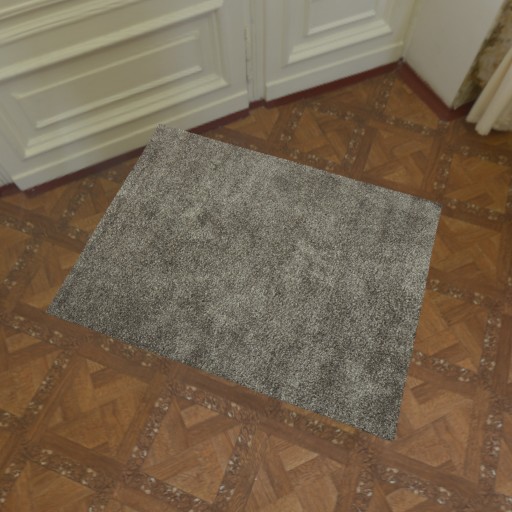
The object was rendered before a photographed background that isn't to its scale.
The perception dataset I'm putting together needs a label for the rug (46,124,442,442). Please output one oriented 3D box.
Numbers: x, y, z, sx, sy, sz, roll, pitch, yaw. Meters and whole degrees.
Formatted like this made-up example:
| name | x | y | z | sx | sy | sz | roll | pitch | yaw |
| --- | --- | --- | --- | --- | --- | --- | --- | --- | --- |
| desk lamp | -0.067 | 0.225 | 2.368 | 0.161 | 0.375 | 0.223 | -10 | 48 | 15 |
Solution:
| name | x | y | z | sx | sy | sz | roll | pitch | yaw |
| --- | --- | --- | --- | --- | --- | --- | --- | --- | --- |
| rug | 0.000 | 0.000 | 2.147 | 1.601 | 0.025 | 1.198 | 18 | 65 | 9 |
